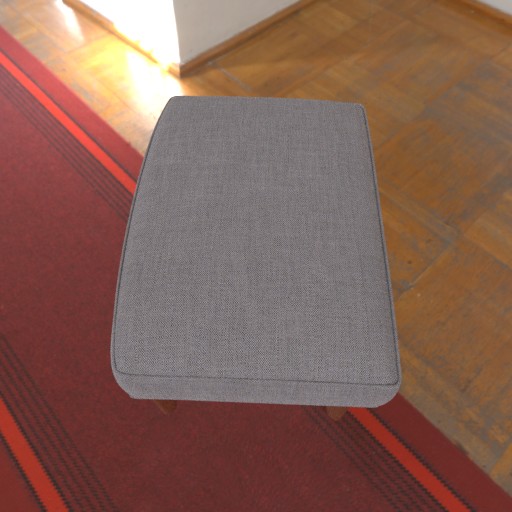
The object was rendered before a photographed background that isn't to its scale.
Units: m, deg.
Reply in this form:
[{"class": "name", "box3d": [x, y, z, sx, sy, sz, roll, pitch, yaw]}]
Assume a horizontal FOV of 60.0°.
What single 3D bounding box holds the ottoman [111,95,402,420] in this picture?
[{"class": "ottoman", "box3d": [0.000, 0.000, 1.105, 0.555, 0.458, 0.750, 2, 59, 1]}]
